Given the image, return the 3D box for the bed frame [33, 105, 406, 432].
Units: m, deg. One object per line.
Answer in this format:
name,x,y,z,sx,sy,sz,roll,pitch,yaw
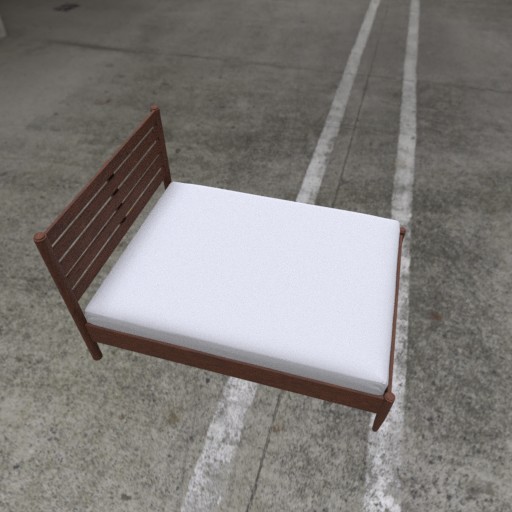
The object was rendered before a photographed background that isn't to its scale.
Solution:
bed frame,0.000,0.000,3.359,2.234,1.321,1.655,11,47,11
